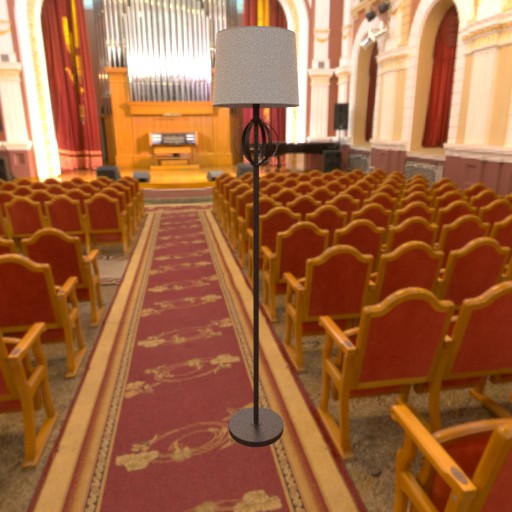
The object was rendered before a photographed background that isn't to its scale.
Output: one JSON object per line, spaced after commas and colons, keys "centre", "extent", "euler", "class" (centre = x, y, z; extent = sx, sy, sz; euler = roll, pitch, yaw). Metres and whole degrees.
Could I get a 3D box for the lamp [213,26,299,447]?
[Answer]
{"centre": [0.000, 0.000, 1.609], "extent": [0.286, 1.462, 0.286], "euler": [-3, 16, -9], "class": "lamp"}
